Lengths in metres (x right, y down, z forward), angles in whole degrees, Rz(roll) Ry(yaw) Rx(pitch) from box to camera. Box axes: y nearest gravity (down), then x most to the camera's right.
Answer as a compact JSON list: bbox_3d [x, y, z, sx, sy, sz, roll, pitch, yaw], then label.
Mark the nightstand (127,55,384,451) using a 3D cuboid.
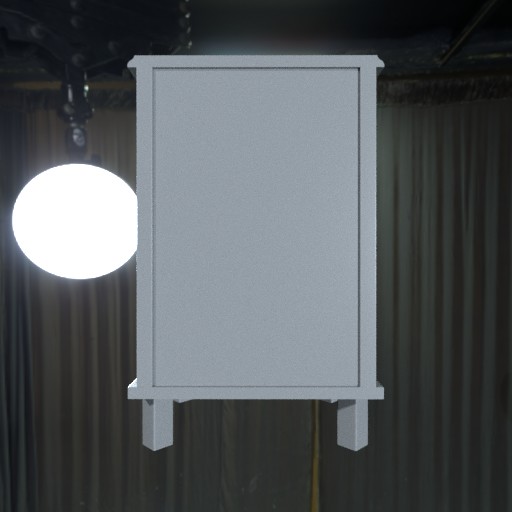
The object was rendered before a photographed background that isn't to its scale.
[{"bbox_3d":[0.000,0.000,0.924,0.435,0.680,0.348,0,0,0],"label":"nightstand"}]
